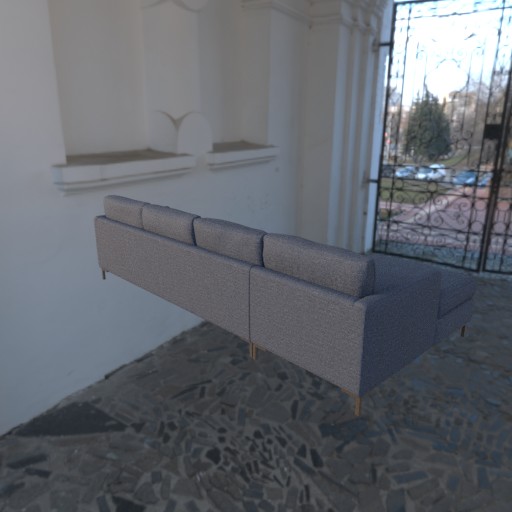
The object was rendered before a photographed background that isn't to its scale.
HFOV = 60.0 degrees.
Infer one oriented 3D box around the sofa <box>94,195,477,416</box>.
[{"bbox_3d":[0.000,0.000,2.944,1.125,0.673,2.445,-15,22,-42],"label":"sofa"}]
